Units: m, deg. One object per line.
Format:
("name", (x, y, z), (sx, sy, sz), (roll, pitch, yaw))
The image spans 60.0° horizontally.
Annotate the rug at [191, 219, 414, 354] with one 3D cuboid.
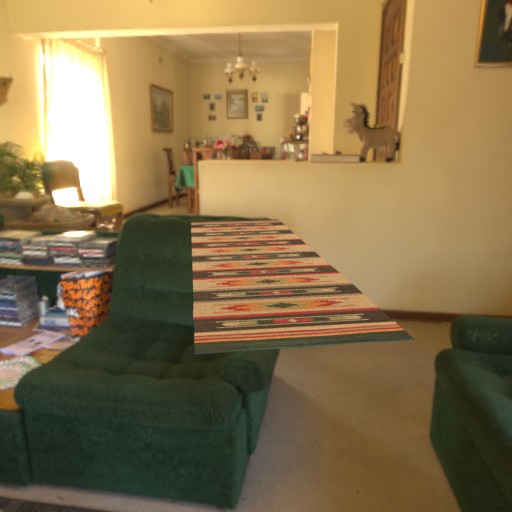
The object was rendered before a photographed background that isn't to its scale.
("rug", (0.000, 0.000, 2.652), (0.760, 0.009, 2.440), (-2, 15, -8))
